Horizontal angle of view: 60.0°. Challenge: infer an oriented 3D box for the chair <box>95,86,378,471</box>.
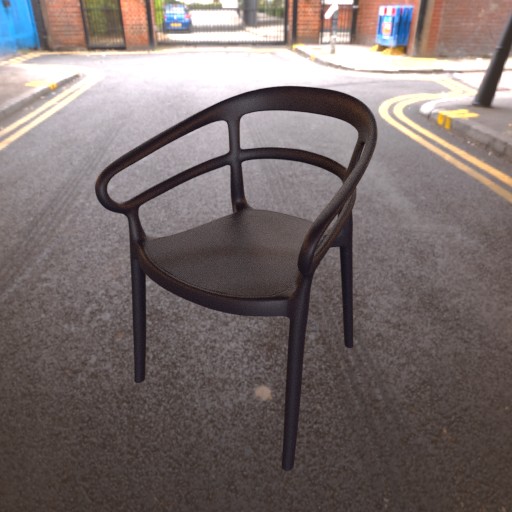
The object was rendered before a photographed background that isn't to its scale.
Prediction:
[{"bbox_3d":[0.000,0.000,1.145,0.559,0.761,0.527,18,34,29],"label":"chair"}]
